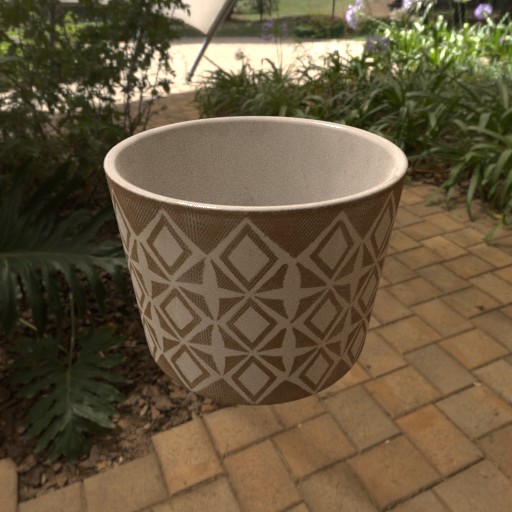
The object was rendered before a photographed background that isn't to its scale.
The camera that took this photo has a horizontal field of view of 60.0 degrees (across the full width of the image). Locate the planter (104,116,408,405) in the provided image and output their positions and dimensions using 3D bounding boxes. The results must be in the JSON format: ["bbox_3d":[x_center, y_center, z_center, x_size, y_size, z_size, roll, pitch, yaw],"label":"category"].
[{"bbox_3d":[0.000,0.000,0.449,0.260,0.220,0.260,0,30,0],"label":"planter"}]
